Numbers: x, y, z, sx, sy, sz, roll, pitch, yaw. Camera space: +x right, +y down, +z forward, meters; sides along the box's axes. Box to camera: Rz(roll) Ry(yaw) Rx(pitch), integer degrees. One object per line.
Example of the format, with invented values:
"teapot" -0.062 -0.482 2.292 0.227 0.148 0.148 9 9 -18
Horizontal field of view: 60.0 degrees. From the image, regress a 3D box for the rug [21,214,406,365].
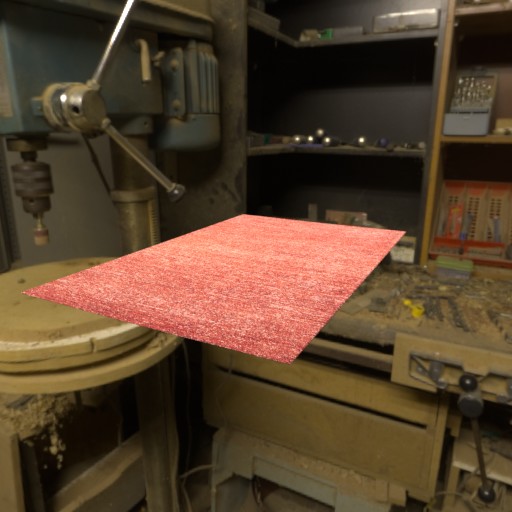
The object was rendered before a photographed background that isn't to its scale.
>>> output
"rug" 0.000 0.000 2.204 1.139 0.011 1.747 9 19 27
